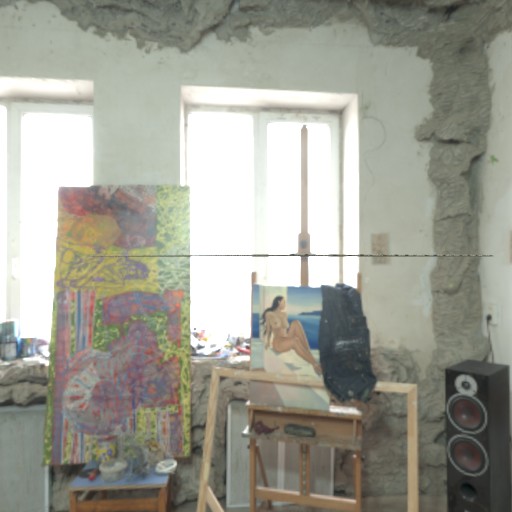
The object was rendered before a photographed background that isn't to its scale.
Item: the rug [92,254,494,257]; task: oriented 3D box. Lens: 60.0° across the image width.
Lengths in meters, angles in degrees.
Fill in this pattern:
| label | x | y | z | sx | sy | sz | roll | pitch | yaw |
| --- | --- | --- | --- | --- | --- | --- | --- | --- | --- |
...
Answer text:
| label | x | y | z | sx | sy | sz | roll | pitch | yaw |
| --- | --- | --- | --- | --- | --- | --- | --- | --- | --- |
| rug | 0.000 | 0.000 | 3.006 | 1.523 | 0.008 | 2.438 | 0 | 0 | -36 |
